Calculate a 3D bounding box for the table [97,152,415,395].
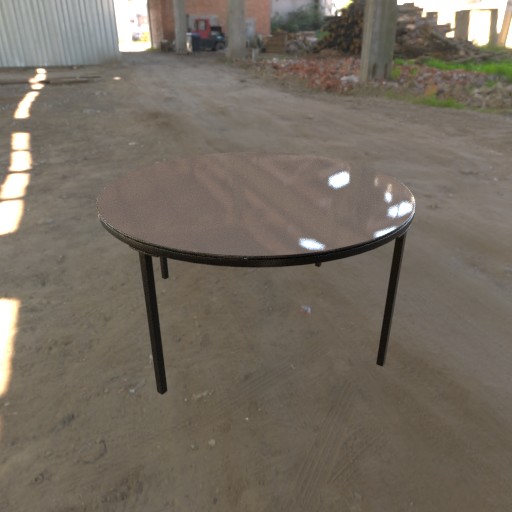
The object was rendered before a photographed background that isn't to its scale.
[{"bbox_3d":[0.000,0.000,1.254,0.800,0.400,0.800,0,27,0],"label":"table"}]
